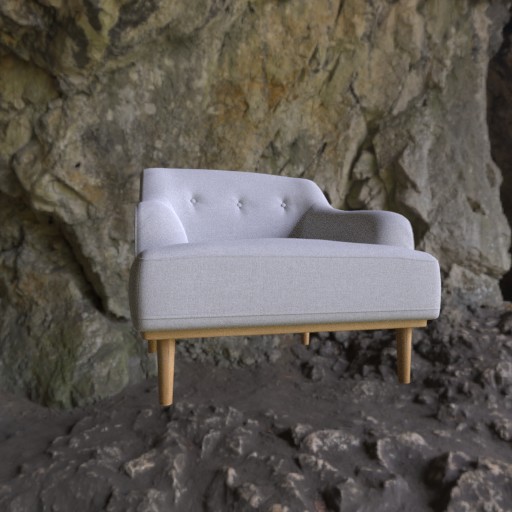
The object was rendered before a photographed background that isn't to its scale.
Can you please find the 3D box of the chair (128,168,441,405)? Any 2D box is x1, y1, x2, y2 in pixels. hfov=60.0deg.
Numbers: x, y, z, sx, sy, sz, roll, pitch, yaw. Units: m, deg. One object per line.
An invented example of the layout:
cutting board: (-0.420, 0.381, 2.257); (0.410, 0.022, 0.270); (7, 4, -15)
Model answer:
chair: (0.000, 0.000, 1.680); (0.946, 0.818, 0.951); (0, -1, -17)
